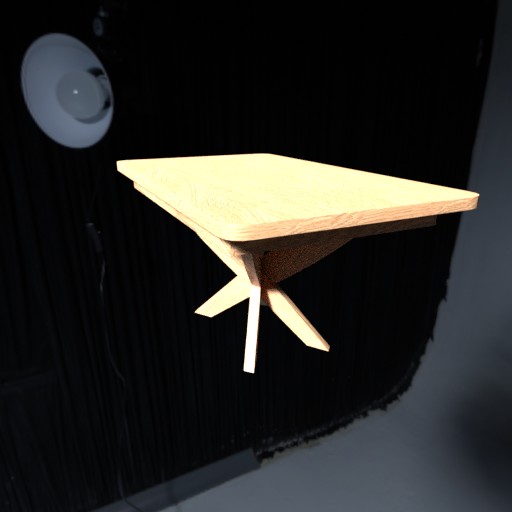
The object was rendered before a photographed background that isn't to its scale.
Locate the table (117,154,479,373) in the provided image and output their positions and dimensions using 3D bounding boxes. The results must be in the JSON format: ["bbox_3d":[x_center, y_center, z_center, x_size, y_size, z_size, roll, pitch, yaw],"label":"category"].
[{"bbox_3d":[0.000,0.000,2.091,0.950,0.770,1.600,-9,20,-25],"label":"table"}]
